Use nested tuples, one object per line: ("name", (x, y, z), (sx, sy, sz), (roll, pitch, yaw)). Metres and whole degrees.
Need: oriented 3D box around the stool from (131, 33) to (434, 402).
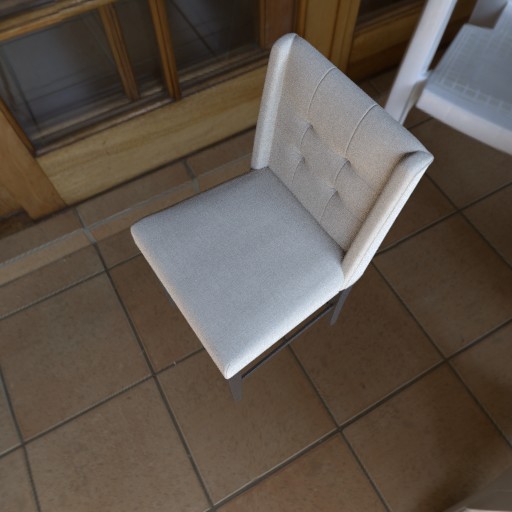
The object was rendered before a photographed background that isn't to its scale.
("stool", (0.000, 0.000, 1.232), (0.509, 0.939, 0.474), (-32, 67, -15))
